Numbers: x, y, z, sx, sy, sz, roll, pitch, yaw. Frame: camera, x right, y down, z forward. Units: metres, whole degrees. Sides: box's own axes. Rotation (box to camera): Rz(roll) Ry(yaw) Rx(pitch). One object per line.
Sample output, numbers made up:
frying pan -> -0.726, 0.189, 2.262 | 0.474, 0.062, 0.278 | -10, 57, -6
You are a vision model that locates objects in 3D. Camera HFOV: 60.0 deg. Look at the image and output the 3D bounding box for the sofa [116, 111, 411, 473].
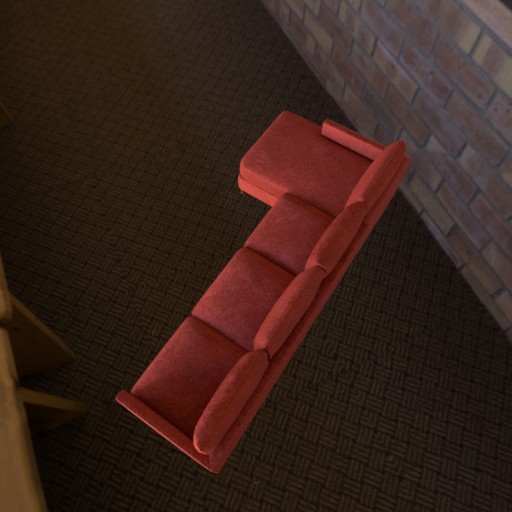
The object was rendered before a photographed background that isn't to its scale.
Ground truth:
sofa -> 0.000, 0.000, 4.147 | 1.500, 0.967, 3.400 | 31, 67, 15
